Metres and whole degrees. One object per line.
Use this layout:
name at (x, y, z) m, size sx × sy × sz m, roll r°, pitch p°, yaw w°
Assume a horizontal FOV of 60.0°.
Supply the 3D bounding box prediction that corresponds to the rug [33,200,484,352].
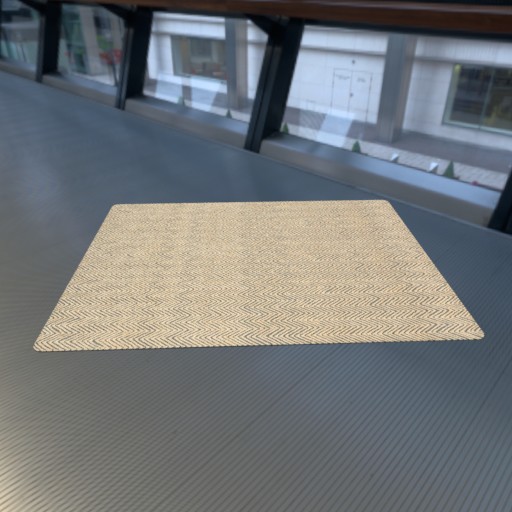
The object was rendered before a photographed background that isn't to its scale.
rug at (0.000, 0.000, 4.147) m, size 3.207 × 0.014 × 2.439 m, roll -1°, pitch 31°, yaw -2°
